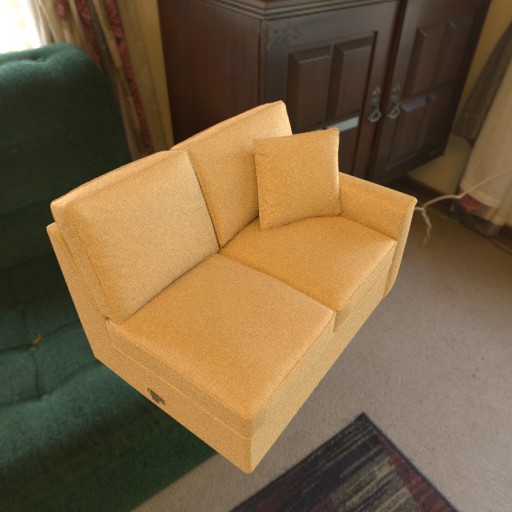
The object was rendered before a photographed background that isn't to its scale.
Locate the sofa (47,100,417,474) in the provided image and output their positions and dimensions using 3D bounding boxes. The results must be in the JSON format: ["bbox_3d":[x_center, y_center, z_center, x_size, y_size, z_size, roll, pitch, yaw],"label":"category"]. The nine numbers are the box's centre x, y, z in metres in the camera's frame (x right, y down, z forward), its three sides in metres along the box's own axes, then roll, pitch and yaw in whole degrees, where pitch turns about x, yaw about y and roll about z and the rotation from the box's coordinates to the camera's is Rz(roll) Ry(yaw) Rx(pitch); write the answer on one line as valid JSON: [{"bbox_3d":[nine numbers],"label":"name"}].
[{"bbox_3d":[0.000,0.000,2.062,0.991,0.989,1.388,26,46,28],"label":"sofa"}]
